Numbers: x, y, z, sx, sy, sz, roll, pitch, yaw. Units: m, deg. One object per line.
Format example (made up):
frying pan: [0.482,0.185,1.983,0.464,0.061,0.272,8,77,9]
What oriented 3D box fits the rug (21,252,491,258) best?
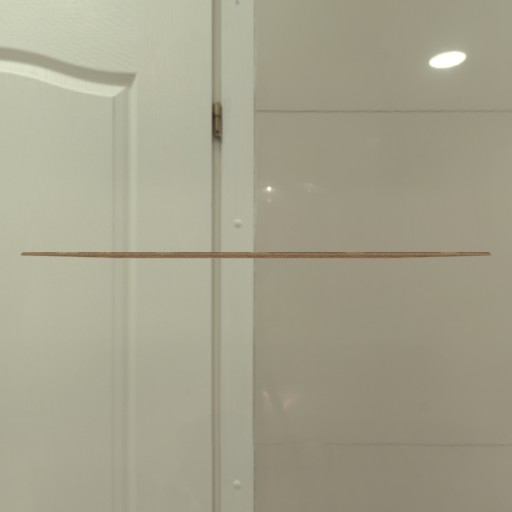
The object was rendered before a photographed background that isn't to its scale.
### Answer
rug: [0.000,0.000,2.926,2.286,0.016,1.555,0,-1,0]
